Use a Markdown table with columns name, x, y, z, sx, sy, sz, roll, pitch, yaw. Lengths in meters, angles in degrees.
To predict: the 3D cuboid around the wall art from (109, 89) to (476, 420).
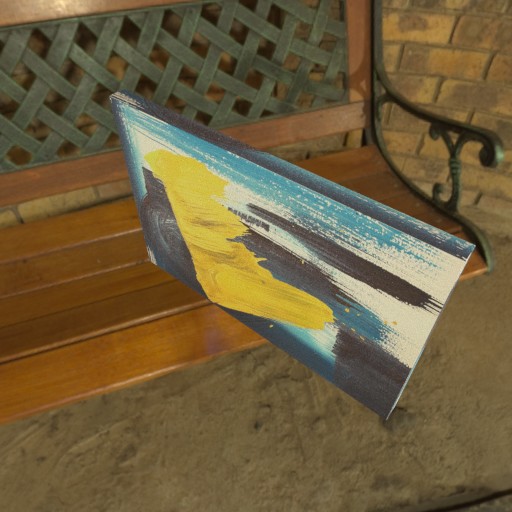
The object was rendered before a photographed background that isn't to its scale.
| name | x | y | z | sx | sy | sz | roll | pitch | yaw |
| --- | --- | --- | --- | --- | --- | --- | --- | --- | --- |
| wall art | 0.000 | 0.000 | 0.768 | 0.609 | 0.406 | 0.033 | 30 | 53 | 26 |
